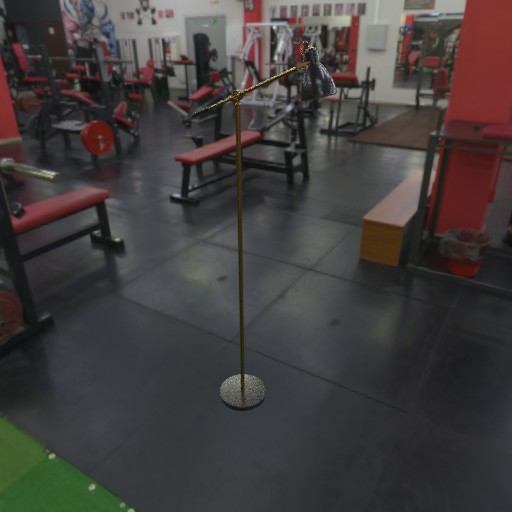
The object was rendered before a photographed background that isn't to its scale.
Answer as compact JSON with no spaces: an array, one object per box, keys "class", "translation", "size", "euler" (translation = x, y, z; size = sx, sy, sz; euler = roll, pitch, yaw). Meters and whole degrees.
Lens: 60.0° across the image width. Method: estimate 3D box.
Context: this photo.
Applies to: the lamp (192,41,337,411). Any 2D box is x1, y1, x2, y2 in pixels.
[{"class":"lamp","translation":[0.000,0.000,1.866],"size":[0.618,1.628,0.235],"euler":[17,31,31]}]
